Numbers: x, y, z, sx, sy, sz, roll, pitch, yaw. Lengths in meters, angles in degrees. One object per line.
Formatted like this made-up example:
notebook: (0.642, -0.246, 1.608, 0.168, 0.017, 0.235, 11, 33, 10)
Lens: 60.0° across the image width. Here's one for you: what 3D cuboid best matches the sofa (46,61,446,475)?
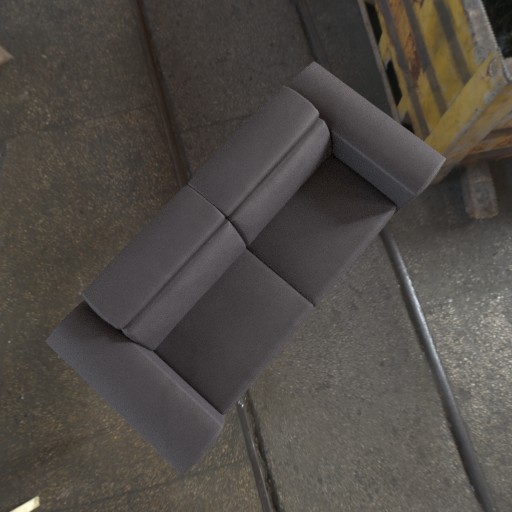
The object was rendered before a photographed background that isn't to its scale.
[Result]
sofa: (0.000, 0.000, 2.748, 1.048, 0.814, 2.330, 40, 80, 9)
